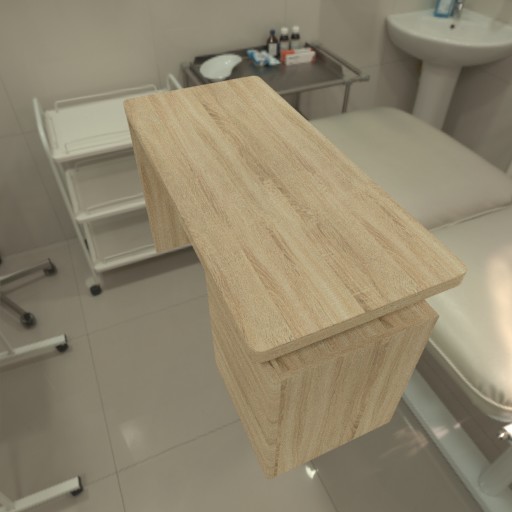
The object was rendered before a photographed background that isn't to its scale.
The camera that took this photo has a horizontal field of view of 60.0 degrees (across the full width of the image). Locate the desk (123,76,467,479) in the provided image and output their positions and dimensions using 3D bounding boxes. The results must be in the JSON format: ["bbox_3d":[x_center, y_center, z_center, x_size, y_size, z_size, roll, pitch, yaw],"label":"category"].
[{"bbox_3d":[0.000,0.000,1.592,0.550,0.760,1.200,-18,47,-17],"label":"desk"}]
